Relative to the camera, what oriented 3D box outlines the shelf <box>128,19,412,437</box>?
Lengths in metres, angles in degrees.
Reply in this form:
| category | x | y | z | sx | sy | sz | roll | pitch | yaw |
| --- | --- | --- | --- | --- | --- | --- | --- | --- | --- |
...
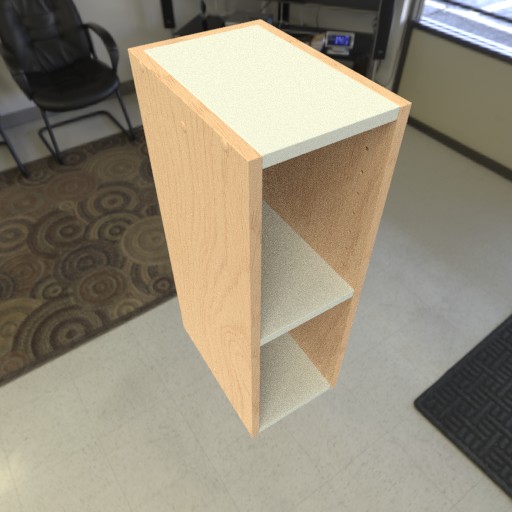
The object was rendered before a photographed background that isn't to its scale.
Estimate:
| category | x | y | z | sx | sy | sz | roll | pitch | yaw |
| --- | --- | --- | --- | --- | --- | --- | --- | --- | --- |
| shelf | 0.000 | 0.000 | 0.720 | 0.200 | 0.600 | 0.290 | -24 | 51 | -22 |
